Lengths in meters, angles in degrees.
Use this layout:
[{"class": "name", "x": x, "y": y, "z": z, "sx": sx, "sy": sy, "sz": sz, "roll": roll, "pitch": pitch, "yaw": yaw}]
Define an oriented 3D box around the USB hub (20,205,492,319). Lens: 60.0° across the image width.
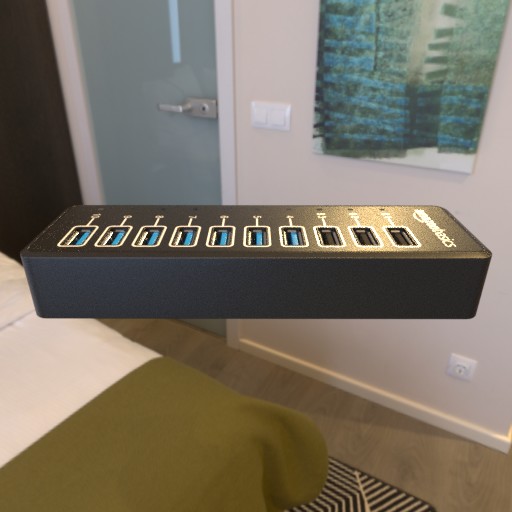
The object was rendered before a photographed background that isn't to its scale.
[{"class": "USB hub", "x": 0.000, "y": 0.000, "z": 0.157, "sx": 0.145, "sy": 0.023, "sz": 0.044, "roll": 0, "pitch": 27, "yaw": 0}]
